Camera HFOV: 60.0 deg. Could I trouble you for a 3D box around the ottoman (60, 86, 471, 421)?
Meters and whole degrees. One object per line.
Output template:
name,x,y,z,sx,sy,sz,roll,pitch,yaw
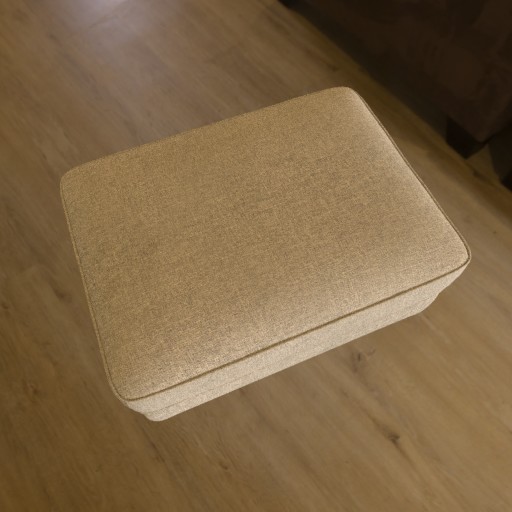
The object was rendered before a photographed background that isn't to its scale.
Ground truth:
ottoman,0.000,0.000,1.296,0.889,0.561,0.661,-20,65,-10
